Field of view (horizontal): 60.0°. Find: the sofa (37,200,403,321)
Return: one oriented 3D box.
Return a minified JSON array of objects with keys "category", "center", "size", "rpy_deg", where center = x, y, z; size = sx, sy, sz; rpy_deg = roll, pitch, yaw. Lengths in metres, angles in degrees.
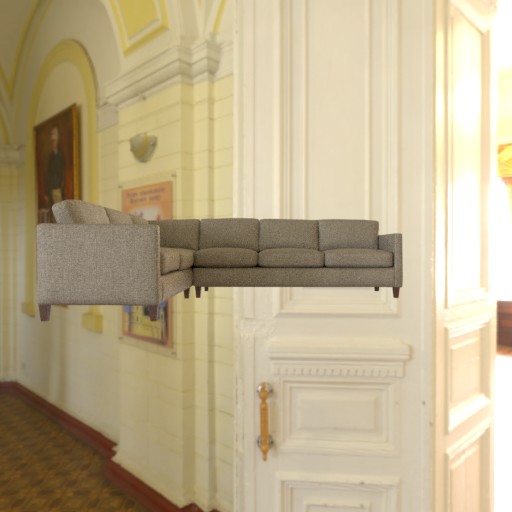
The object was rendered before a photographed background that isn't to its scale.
[{"category":"sofa","center":[0.000,0.000,4.555],"size":[3.302,0.947,2.593],"rpy_deg":[0,1,0]}]
